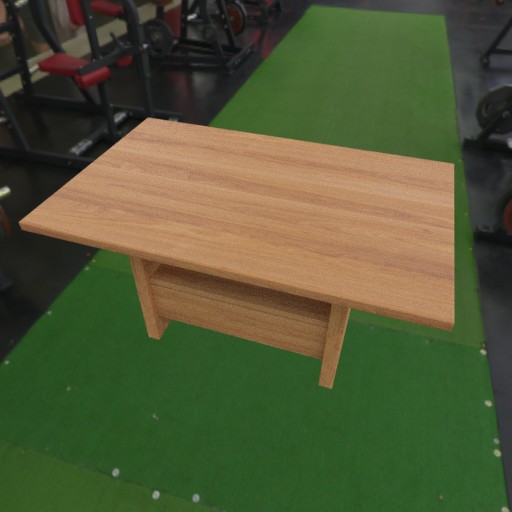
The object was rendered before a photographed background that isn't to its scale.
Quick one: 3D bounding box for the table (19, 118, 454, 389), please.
[{"bbox_3d":[0.000,0.000,1.465,1.100,0.510,0.700,12,43,14],"label":"table"}]
